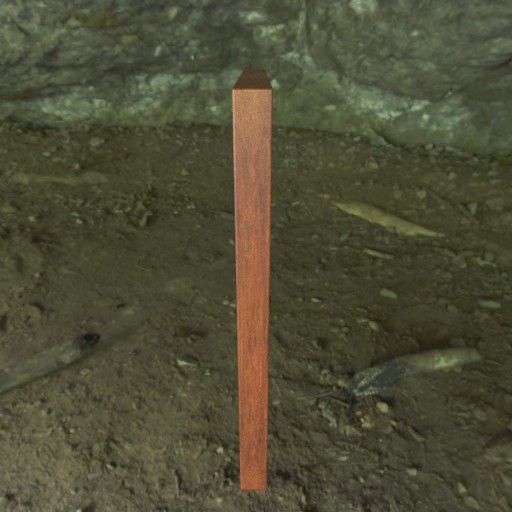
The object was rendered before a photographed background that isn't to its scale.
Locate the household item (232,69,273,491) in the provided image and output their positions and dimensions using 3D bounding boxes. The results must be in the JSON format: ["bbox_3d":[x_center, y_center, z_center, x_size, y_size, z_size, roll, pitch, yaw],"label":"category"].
[{"bbox_3d":[0.000,0.000,0.331,0.020,0.250,0.200,0,25,0],"label":"household item"}]
